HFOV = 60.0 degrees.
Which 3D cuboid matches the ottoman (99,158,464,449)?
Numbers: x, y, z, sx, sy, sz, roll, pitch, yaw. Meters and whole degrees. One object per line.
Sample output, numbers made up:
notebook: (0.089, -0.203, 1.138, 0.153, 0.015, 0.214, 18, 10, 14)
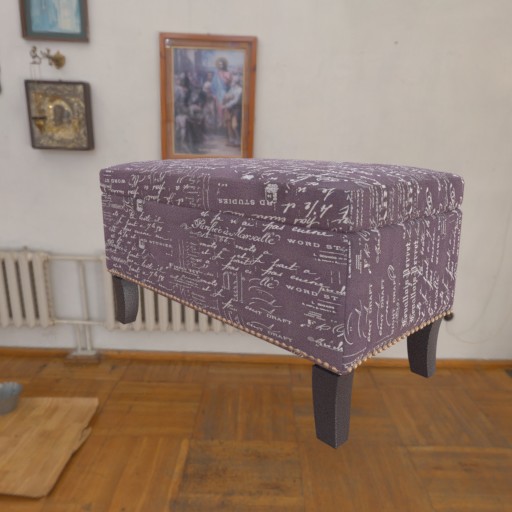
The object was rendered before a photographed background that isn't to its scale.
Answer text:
ottoman: (0.000, 0.000, 1.070, 0.406, 0.457, 0.813, -13, 19, -42)
